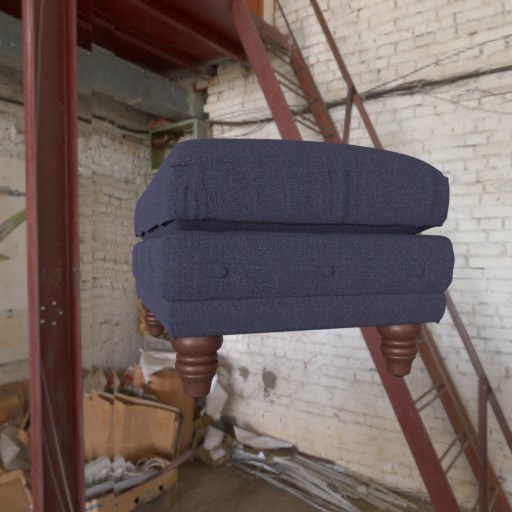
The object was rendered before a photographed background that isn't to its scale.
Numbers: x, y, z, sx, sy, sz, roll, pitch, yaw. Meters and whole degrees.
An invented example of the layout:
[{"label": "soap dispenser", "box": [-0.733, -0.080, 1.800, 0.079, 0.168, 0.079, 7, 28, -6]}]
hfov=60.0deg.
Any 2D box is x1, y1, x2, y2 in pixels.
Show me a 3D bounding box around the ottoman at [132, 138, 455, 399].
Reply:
[{"label": "ottoman", "box": [0.000, 0.000, 1.115, 0.558, 0.486, 0.767, 0, 0, -19]}]
